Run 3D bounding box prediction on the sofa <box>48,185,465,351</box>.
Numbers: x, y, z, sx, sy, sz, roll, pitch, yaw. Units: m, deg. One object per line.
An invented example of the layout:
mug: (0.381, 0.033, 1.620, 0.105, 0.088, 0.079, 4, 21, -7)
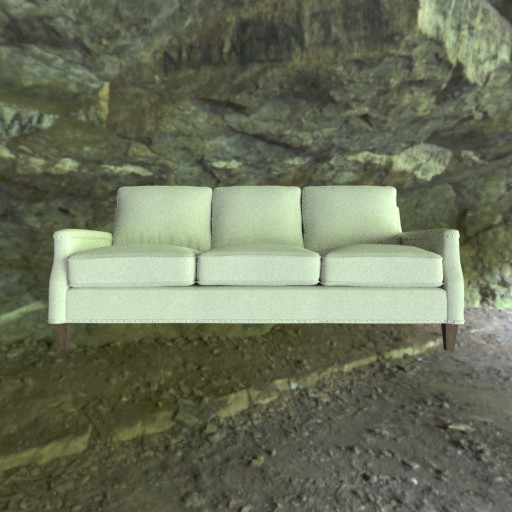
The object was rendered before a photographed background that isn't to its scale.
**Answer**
sofa: (0.000, 0.000, 2.883, 2.246, 1.003, 1.084, 0, 1, 0)
